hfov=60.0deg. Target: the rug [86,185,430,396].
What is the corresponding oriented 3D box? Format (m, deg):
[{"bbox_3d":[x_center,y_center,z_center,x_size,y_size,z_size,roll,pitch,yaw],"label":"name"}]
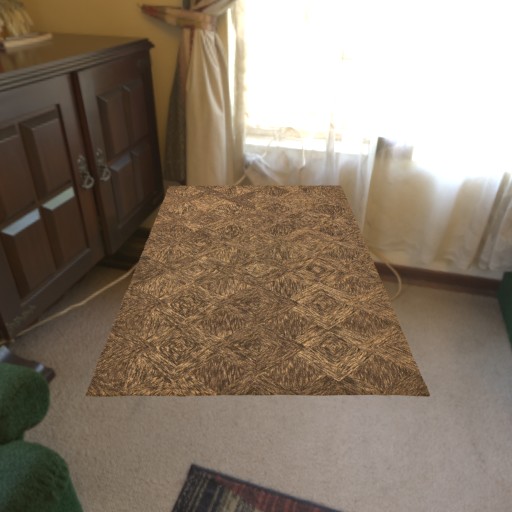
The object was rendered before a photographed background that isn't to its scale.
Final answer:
[{"bbox_3d":[0.000,0.000,2.279,1.189,0.011,1.808,0,32,0],"label":"rug"}]
